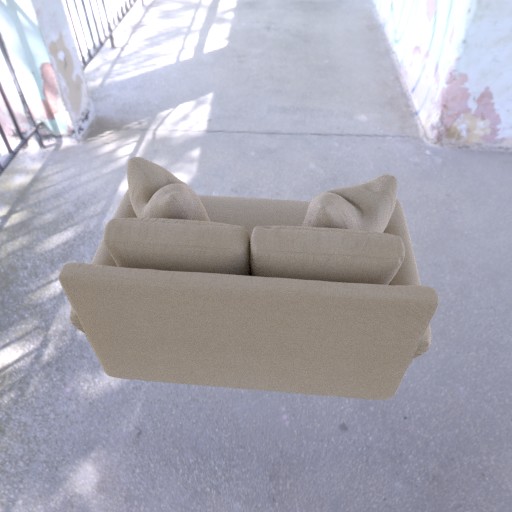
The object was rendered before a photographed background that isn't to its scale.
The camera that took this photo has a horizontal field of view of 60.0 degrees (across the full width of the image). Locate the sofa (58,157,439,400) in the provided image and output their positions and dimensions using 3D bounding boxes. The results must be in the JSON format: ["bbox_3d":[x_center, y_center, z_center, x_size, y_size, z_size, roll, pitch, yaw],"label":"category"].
[{"bbox_3d":[0.000,0.000,2.250,1.550,0.905,1.070,4,47,4],"label":"sofa"}]
